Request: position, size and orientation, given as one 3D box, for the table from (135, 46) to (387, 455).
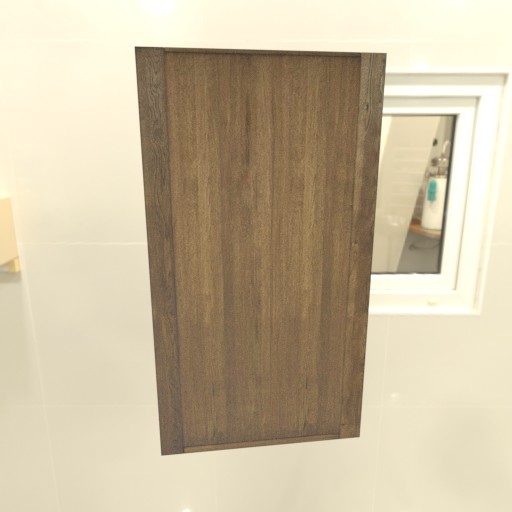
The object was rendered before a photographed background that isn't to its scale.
[{"bbox_3d":[0.000,0.000,2.456,1.100,2.000,0.600,-2,15,-8],"label":"table"}]
